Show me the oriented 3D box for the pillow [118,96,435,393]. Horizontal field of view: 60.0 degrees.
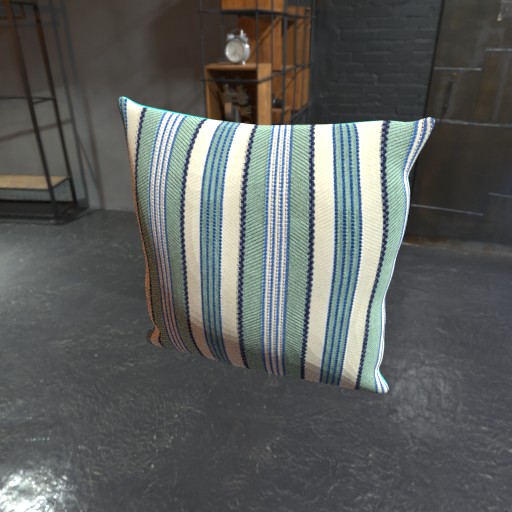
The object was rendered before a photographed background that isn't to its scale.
[{"bbox_3d":[0.000,0.000,0.670,0.440,0.441,0.182,9,28,17],"label":"pillow"}]
